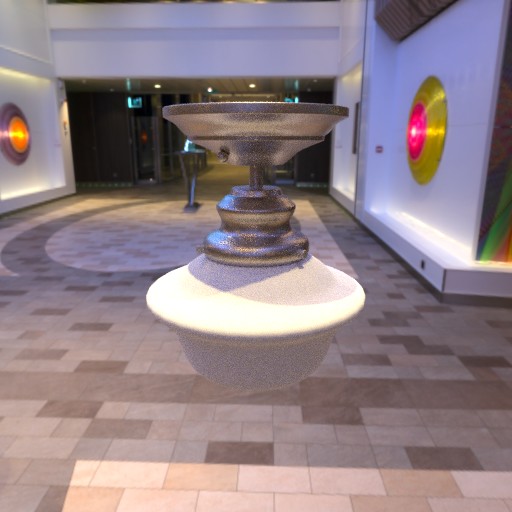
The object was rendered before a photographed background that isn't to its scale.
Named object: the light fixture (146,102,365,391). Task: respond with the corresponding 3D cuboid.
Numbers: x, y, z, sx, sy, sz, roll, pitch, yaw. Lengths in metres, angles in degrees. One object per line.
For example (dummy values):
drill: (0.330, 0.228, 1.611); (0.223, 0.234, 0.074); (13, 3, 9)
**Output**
light fixture: (0.000, 0.000, 0.402); (0.199, 0.254, 0.199); (0, 15, 0)
